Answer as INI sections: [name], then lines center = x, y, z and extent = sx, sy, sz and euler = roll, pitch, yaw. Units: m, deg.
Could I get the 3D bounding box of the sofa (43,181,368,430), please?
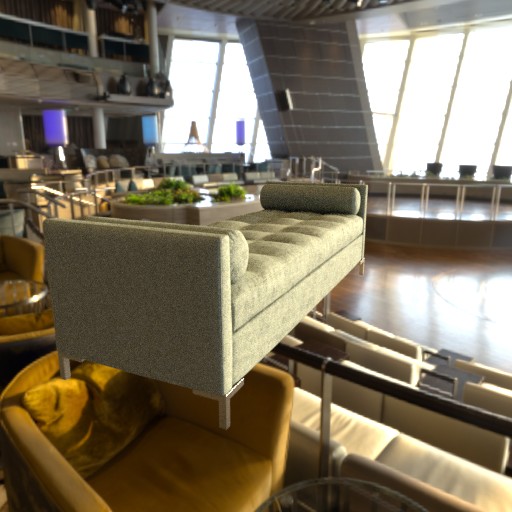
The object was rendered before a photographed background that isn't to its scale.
[sofa]
center = 0.000, 0.000, 2.461
extent = 0.797, 0.657, 2.102
euler = 7, 15, 25
